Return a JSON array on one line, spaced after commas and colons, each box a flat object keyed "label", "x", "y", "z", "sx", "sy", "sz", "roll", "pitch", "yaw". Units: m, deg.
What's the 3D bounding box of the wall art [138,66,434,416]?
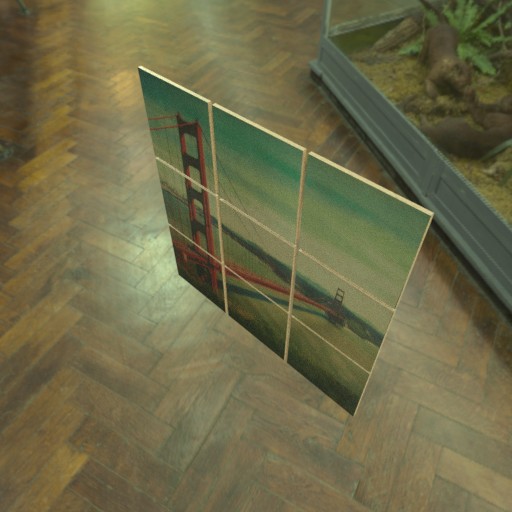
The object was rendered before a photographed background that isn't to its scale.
[{"label": "wall art", "x": 0.000, "y": 0.000, "z": 1.835, "sx": 1.217, "sy": 1.207, "sz": 0.016, "roll": 35, "pitch": 56, "yaw": 28}]
